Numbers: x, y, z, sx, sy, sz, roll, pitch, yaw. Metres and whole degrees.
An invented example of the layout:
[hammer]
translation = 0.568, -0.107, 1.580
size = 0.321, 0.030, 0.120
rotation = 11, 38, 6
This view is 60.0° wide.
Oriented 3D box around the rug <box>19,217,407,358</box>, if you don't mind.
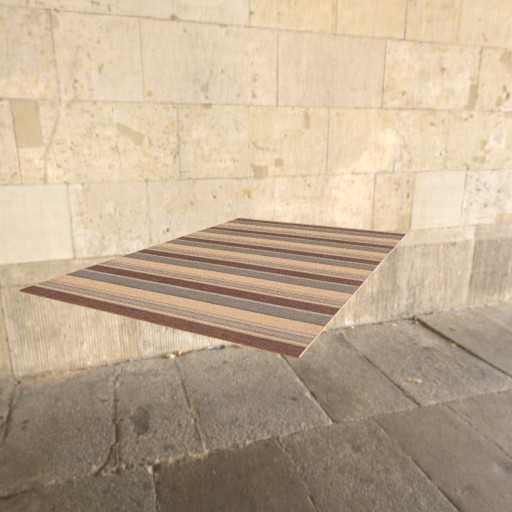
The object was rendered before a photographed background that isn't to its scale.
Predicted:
[rug]
translation = 0.000, 0.000, 2.302
size = 1.219, 0.008, 1.829
rotation = 8, 17, 26
